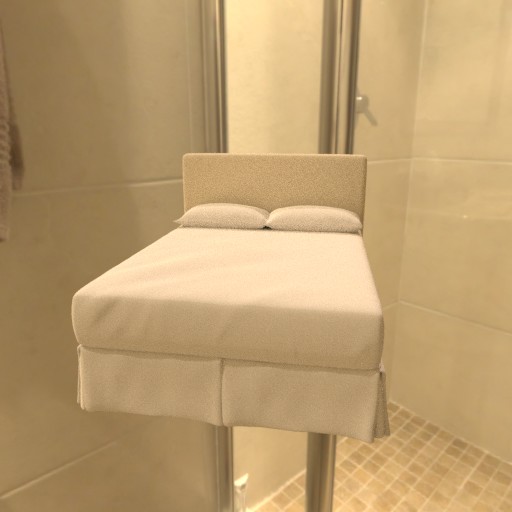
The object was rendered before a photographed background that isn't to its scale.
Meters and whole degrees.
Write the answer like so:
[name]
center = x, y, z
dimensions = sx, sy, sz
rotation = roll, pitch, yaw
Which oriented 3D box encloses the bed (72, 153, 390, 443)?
[bed]
center = 0.000, 0.000, 3.157
dimensions = 1.714, 1.330, 2.147
rotation = 3, 16, 9
